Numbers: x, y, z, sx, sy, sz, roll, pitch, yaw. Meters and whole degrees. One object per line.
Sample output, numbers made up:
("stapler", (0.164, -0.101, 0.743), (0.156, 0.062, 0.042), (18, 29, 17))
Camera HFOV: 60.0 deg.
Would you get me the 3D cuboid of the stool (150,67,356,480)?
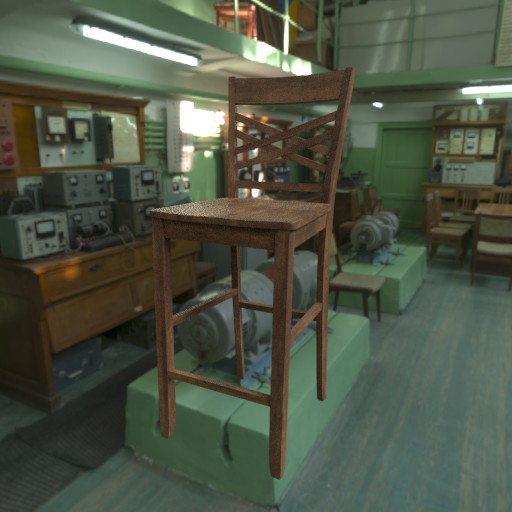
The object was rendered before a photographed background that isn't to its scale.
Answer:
("stool", (0.000, 0.000, 1.355), (0.433, 1.105, 0.487), (7, 16, 26))
